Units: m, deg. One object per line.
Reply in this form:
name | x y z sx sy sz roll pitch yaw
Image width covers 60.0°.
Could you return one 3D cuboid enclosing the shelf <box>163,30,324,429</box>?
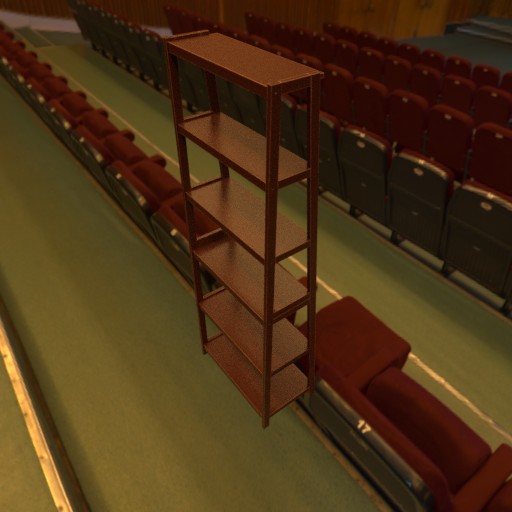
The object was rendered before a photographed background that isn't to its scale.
shelf | 0.000 0.000 2.157 0.381 1.892 0.660 -26 46 -27
